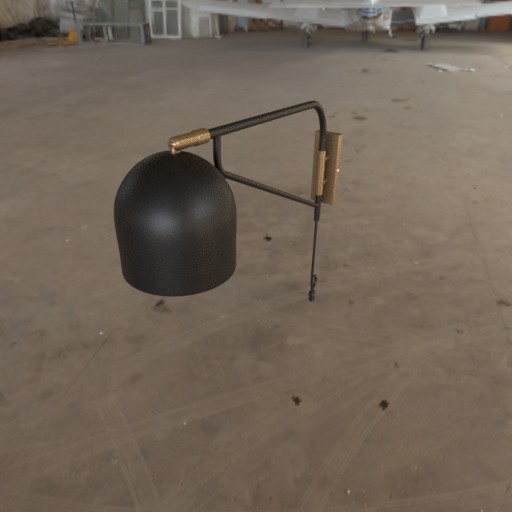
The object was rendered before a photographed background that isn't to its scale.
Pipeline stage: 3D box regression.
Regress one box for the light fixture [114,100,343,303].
[{"bbox_3d":[0.000,0.000,1.077,0.215,0.696,0.720,20,36,29],"label":"light fixture"}]
